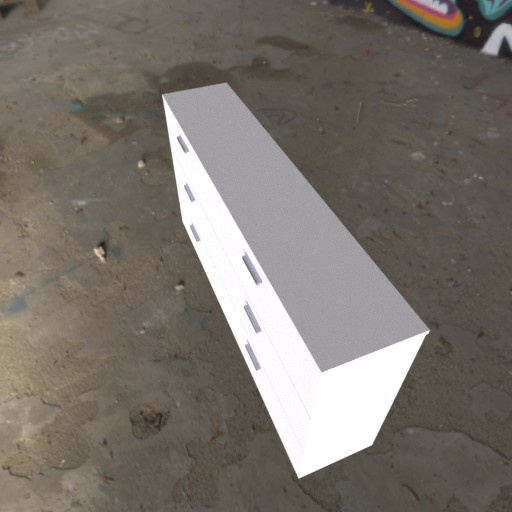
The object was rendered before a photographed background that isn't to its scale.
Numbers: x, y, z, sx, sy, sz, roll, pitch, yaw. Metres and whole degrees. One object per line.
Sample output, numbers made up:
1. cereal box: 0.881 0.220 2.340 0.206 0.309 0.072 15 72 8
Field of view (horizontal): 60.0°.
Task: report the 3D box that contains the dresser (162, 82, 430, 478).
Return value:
1. dresser: 0.000 0.000 1.875 0.333 0.790 1.535 -17 48 -15
